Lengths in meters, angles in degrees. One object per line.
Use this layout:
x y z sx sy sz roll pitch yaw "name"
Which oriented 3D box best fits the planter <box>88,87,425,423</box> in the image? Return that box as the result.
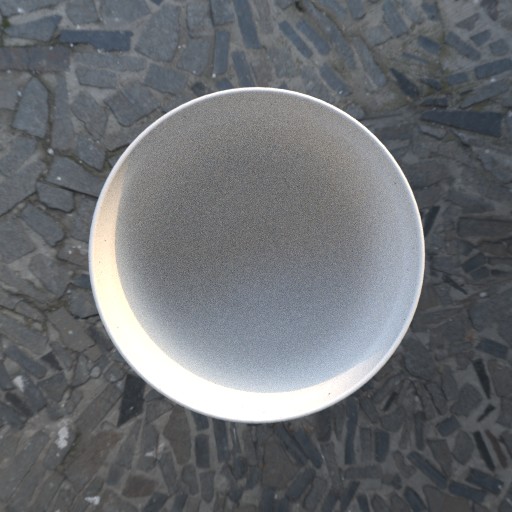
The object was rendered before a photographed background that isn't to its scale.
0.000 0.000 0.483 0.268 0.270 0.268 0 90 0 "planter"
